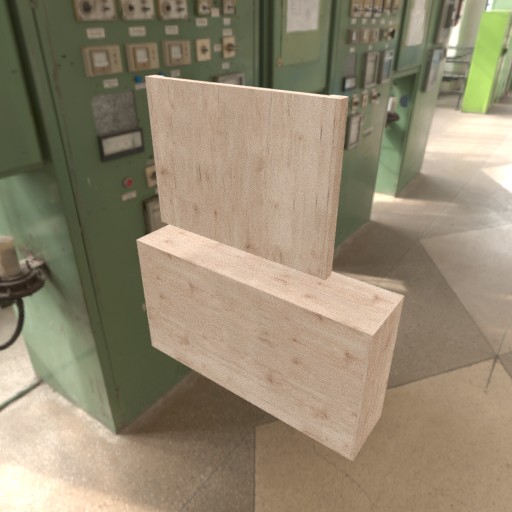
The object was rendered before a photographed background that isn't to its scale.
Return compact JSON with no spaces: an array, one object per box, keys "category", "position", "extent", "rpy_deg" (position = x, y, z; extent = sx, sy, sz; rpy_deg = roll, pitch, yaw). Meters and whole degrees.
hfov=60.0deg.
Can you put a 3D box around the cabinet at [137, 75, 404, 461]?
[{"category":"cabinet","position":[0.000,0.000,2.672],"extent":[1.700,1.981,0.420],"rpy_deg":[20,35,31]}]
